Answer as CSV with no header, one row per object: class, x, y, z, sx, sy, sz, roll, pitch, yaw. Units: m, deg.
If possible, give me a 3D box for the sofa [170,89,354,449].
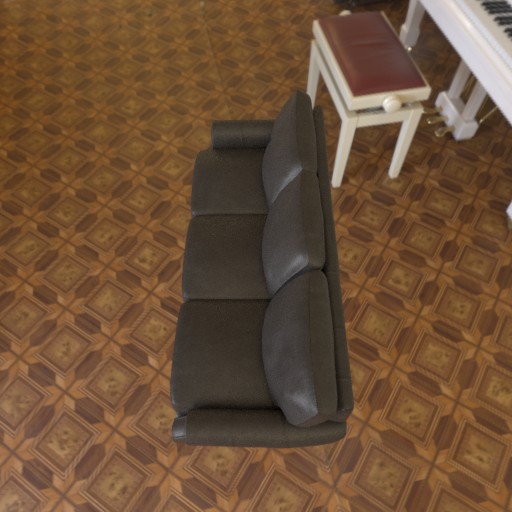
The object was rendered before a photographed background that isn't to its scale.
sofa,0.000,0.000,2.938,0.974,0.977,2.387,0,58,0
